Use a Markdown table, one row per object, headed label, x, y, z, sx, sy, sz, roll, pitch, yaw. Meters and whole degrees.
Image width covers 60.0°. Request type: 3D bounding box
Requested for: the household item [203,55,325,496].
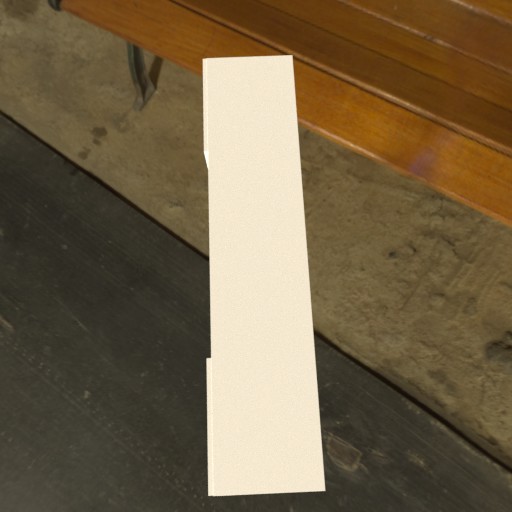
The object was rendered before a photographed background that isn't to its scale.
| label | x | y | z | sx | sy | sz | roll | pitch | yaw |
| --- | --- | --- | --- | --- | --- | --- | --- | --- | --- |
| household item | 0.000 | 0.000 | 1.980 | 0.420 | 0.310 | 1.850 | -2 | 75 | -1 |
